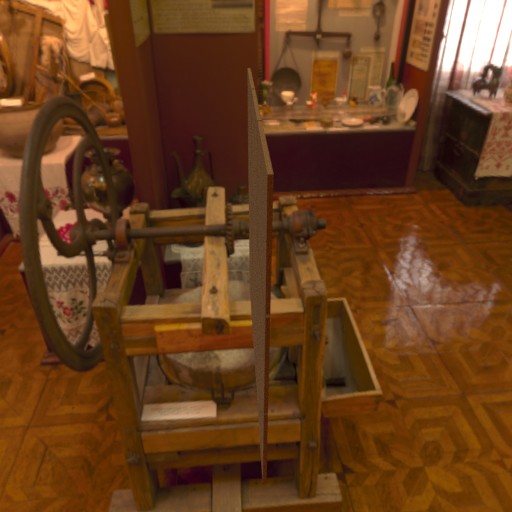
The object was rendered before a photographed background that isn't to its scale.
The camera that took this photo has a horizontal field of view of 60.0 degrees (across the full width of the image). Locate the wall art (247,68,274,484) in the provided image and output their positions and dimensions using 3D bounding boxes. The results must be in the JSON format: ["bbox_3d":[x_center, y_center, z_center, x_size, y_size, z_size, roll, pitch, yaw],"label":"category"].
[{"bbox_3d":[0.000,0.000,1.363,0.010,0.917,0.919,-2,33,-2],"label":"wall art"}]
